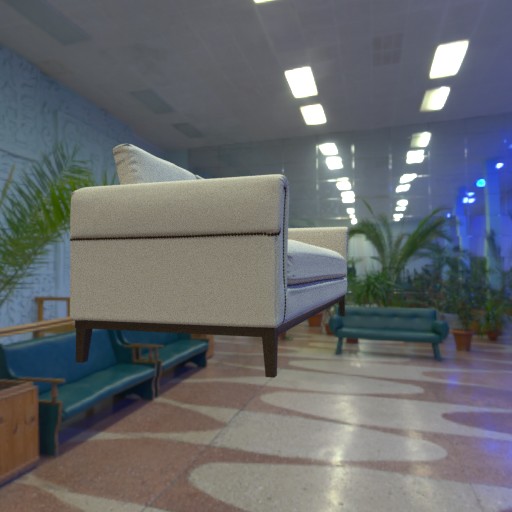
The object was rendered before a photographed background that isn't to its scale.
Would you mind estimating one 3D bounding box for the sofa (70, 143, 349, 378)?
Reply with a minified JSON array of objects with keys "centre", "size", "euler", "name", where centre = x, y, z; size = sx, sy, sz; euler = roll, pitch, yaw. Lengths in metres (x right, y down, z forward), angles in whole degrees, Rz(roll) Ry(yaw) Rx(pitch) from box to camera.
[{"centre":[0.000,0.000,2.684],"size":[0.902,0.911,2.198],"euler":[-1,-2,18],"name":"sofa"}]
